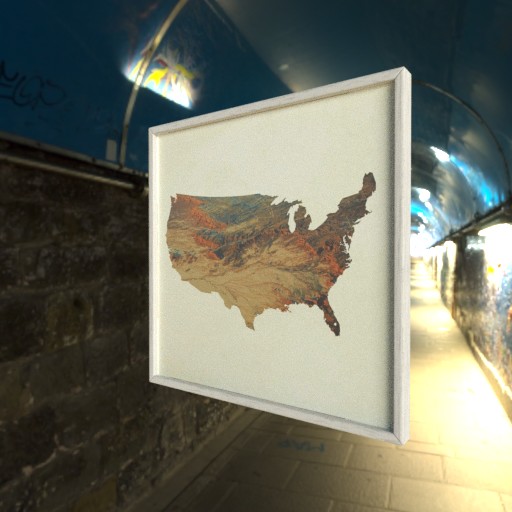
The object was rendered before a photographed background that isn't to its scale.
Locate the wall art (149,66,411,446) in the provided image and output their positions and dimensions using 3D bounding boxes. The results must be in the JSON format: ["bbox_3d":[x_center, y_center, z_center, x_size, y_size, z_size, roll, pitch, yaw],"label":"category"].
[{"bbox_3d":[0.000,0.000,1.906,1.287,1.288,0.078,0,1,36],"label":"wall art"}]
